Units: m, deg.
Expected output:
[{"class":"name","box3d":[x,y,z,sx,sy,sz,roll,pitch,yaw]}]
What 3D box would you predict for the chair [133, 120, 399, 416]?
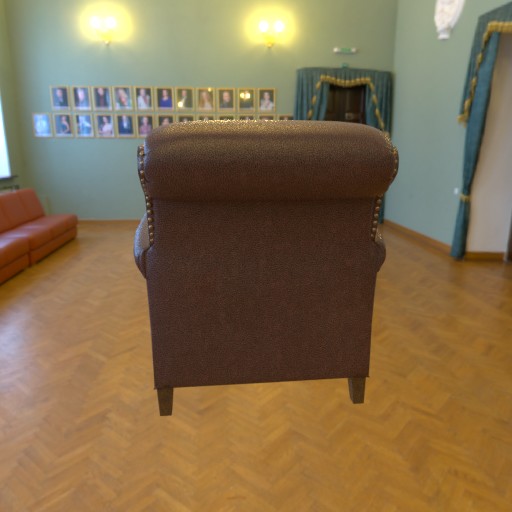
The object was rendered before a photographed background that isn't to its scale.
[{"class":"chair","box3d":[0.000,0.000,1.638,0.854,0.927,0.890,-2,14,-6]}]
